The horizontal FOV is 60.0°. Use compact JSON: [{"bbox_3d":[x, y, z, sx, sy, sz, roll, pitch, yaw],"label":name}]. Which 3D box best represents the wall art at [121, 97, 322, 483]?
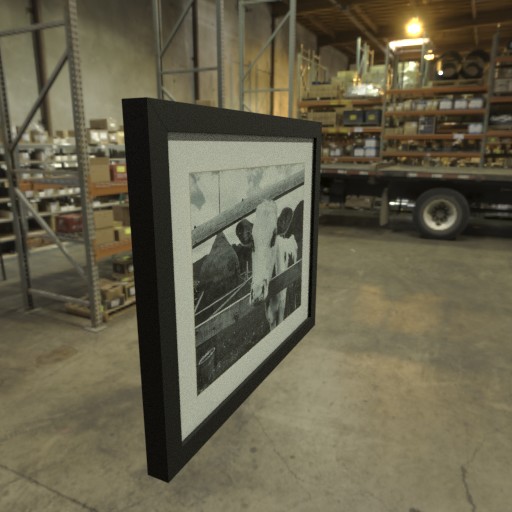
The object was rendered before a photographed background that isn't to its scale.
[{"bbox_3d":[0.000,0.000,0.540,0.024,0.329,0.404,7,16,25],"label":"wall art"}]
